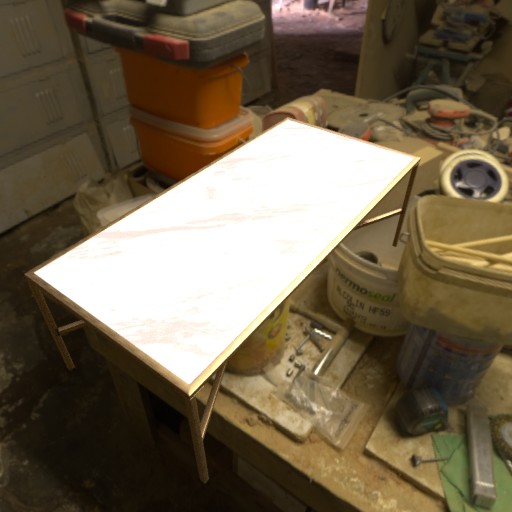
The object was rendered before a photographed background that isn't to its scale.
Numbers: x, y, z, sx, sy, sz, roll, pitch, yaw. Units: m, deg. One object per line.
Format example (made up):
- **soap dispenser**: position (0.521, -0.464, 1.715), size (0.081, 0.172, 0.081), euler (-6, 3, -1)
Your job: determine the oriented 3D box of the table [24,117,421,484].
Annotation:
- **table**: position (0.000, 0.000, 1.486), size (0.577, 0.405, 1.197), euler (26, 47, 27)
